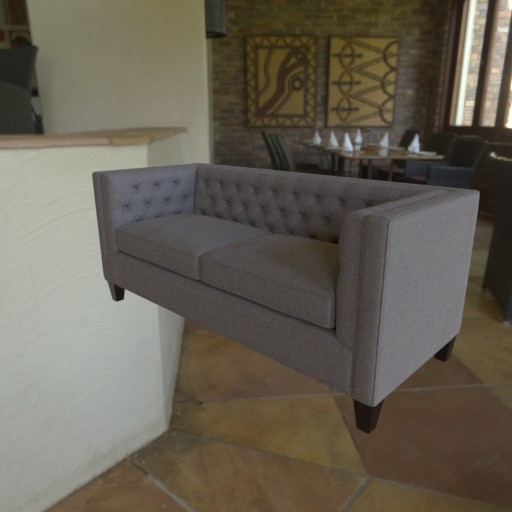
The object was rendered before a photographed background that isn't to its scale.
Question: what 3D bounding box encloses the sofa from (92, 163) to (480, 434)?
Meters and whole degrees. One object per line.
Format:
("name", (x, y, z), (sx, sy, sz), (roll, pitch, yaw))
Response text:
("sofa", (0.000, 0.000, 2.214), (1.778, 0.762, 0.775), (16, 23, 41))
